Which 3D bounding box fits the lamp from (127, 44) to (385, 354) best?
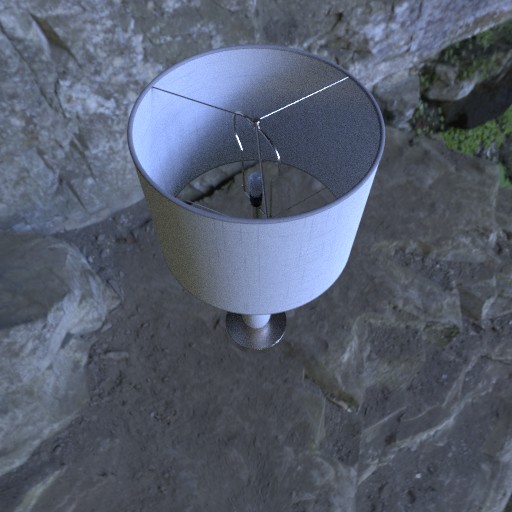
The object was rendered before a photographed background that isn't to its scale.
[{"bbox_3d":[0.000,0.000,0.720,0.280,0.559,0.282,-30,63,-18],"label":"lamp"}]
